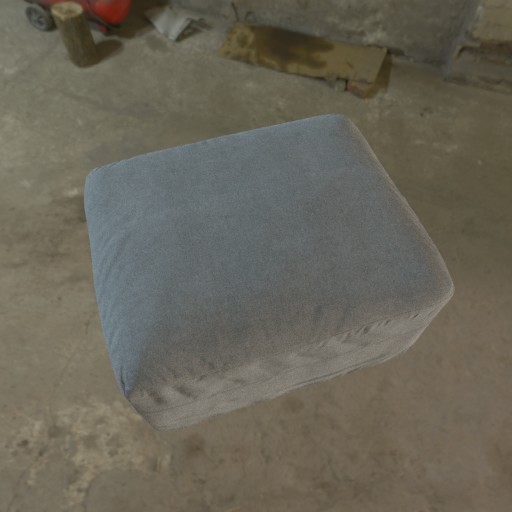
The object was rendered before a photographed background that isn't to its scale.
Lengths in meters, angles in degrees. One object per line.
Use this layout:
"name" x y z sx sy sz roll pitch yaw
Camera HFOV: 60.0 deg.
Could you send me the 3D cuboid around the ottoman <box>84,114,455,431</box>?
"ottoman" 0.000 0.000 1.251 0.837 0.481 0.683 -15 59 -9
